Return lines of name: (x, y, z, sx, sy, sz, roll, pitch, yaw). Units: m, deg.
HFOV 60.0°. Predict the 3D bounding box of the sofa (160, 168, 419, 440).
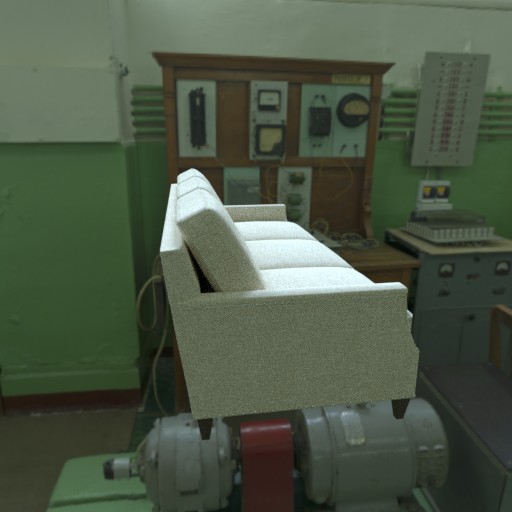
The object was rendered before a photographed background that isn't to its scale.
sofa: (0.000, 0.000, 2.757, 1.041, 0.940, 2.210, -3, 16, -9)
